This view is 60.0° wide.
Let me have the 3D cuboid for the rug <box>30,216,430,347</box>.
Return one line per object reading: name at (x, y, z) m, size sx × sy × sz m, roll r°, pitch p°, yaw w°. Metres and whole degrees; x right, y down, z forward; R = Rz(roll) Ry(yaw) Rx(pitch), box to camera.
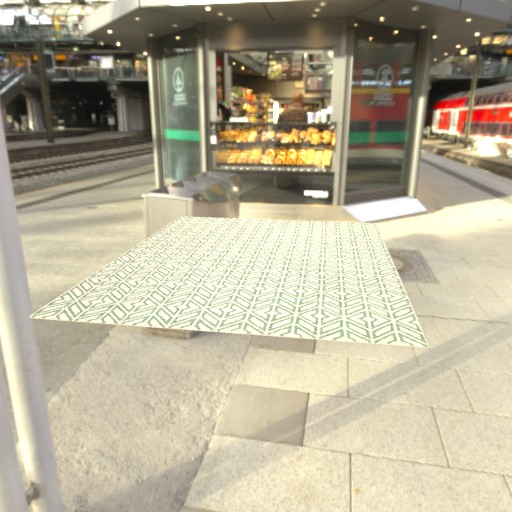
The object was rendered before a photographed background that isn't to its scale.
rug at (0.000, 0.000, 4.067) m, size 2.441 × 0.017 × 3.050 m, roll 3°, pitch 17°, yaw 9°
